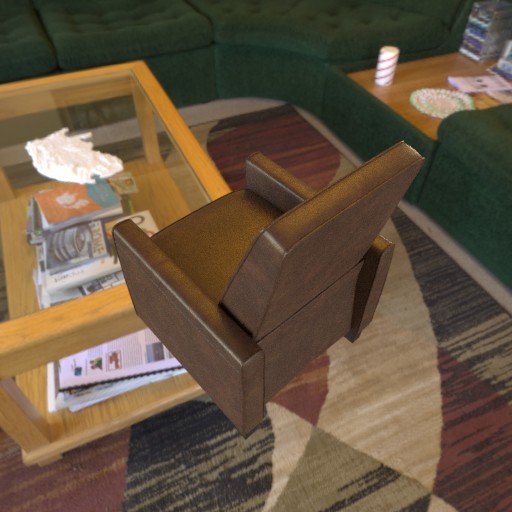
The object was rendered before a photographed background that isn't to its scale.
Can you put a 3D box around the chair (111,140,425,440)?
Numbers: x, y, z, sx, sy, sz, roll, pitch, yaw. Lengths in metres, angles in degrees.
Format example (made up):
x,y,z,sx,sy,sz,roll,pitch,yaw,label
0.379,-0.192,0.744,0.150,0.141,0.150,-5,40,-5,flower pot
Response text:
x,y,z,sx,sy,sz,roll,pitch,yaw,label
0.000,0.000,1.547,0.705,1.013,0.746,-33,55,-27,chair
